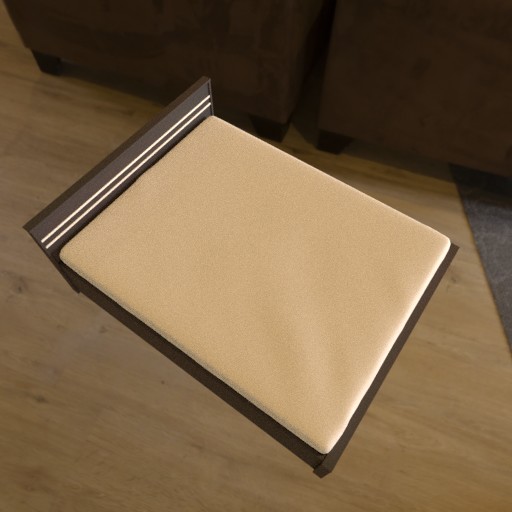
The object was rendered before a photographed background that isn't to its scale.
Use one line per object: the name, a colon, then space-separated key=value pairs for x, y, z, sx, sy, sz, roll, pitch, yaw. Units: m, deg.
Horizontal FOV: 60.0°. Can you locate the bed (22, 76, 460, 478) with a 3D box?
bed: x=0.000 y=0.000 z=2.892 sx=2.103 sy=0.808 sz=1.634 roll=32 pitch=64 yaw=17
